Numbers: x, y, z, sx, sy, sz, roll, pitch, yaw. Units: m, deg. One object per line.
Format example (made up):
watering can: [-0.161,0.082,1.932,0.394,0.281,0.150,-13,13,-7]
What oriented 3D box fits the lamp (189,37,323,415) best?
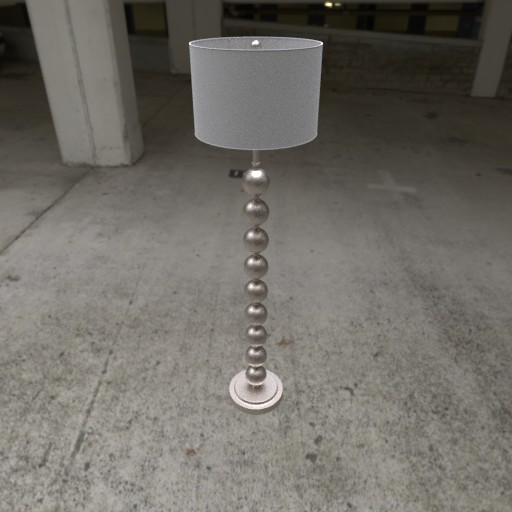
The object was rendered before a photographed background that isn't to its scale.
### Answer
lamp: [0.000,0.000,1.678,0.394,1.474,0.394,1,31,2]
